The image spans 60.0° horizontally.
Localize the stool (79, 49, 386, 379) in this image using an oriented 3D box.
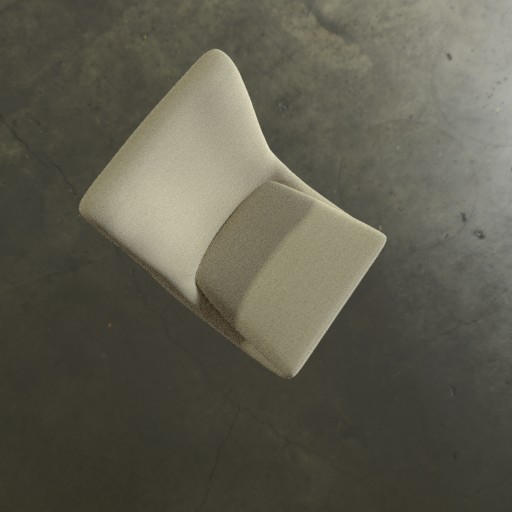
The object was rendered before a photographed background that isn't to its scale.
[{"bbox_3d":[0.000,0.000,1.302,0.559,0.991,0.483,35,80,7],"label":"stool"}]
